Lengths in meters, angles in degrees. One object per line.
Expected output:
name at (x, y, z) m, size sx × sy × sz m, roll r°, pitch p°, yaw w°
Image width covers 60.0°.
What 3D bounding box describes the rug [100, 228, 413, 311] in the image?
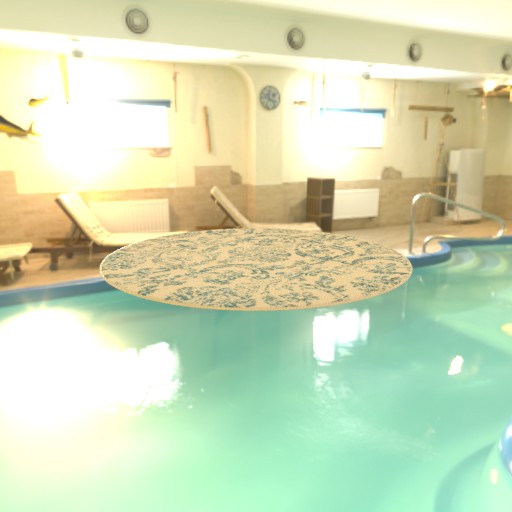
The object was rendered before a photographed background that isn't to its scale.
rug at (0.000, 0.000, 2.383) m, size 1.593 × 0.012 × 1.593 m, roll 0°, pitch 14°, yaw 0°
